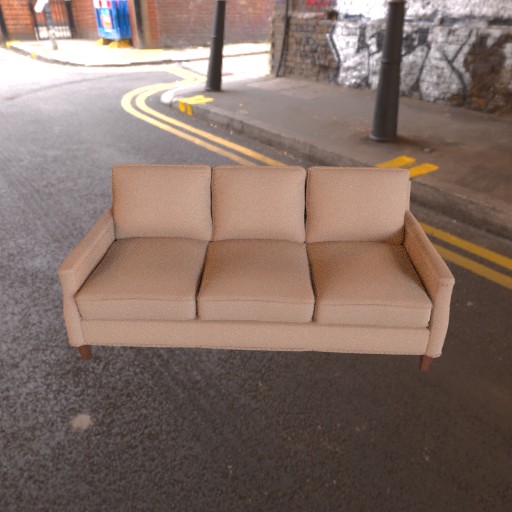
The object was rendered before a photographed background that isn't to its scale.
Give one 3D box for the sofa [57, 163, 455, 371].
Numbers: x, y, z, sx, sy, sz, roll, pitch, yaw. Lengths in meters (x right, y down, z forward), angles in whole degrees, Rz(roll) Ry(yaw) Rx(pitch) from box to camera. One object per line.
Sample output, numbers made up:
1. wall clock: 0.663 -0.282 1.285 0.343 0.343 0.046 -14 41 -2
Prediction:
1. sofa: 0.000 0.000 2.933 2.246 1.003 1.084 1 30 2
